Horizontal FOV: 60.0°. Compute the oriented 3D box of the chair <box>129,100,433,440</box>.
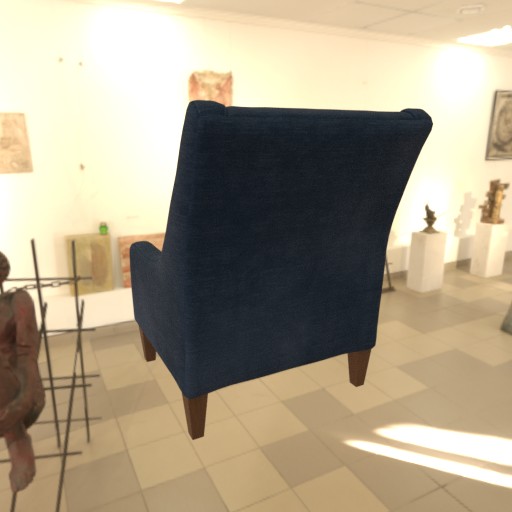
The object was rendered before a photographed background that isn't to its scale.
[{"bbox_3d":[0.000,0.000,1.634,0.774,1.014,0.870,-8,17,-27],"label":"chair"}]
